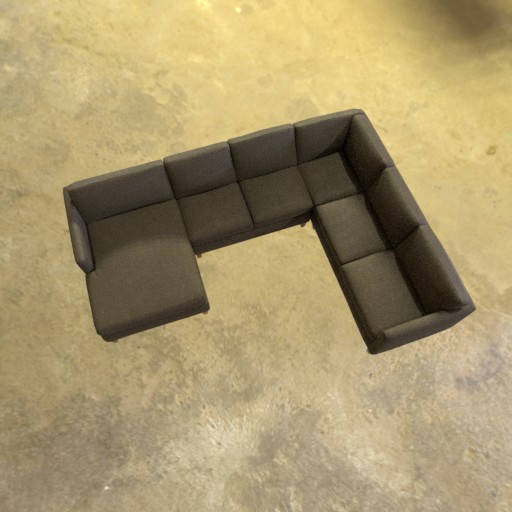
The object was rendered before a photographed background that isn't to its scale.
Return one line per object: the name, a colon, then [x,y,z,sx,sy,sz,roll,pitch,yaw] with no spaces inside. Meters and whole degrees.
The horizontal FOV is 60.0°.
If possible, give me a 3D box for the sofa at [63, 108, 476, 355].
sofa: [0.000,0.000,4.570,3.460,0.961,2.594,-17,66,-8]
